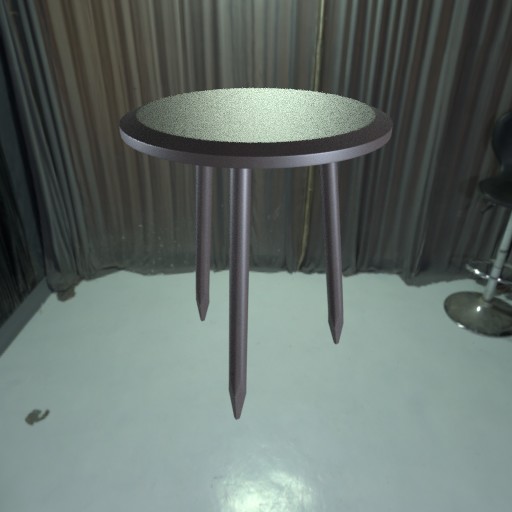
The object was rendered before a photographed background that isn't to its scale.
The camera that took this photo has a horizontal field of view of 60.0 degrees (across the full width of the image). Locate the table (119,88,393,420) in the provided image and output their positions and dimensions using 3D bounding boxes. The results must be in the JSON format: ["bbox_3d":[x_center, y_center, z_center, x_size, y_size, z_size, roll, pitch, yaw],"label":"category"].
[{"bbox_3d":[0.000,0.000,0.909,0.457,0.585,0.457,0,30,0],"label":"table"}]
